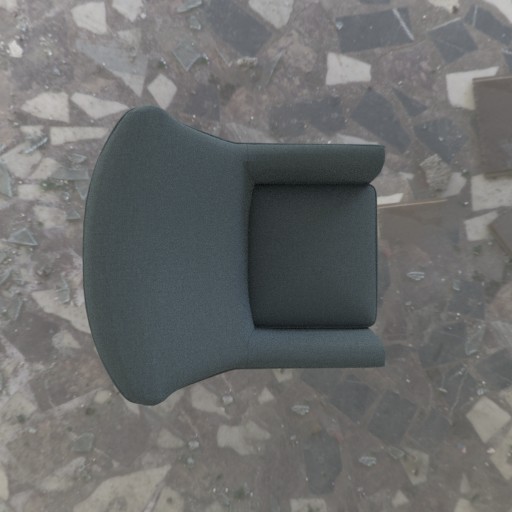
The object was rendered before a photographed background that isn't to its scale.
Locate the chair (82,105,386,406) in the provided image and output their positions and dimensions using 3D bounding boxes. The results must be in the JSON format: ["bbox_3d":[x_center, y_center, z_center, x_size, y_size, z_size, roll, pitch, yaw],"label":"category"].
[{"bbox_3d":[0.000,0.000,1.546,0.879,0.916,0.756,0,90,-1],"label":"chair"}]
